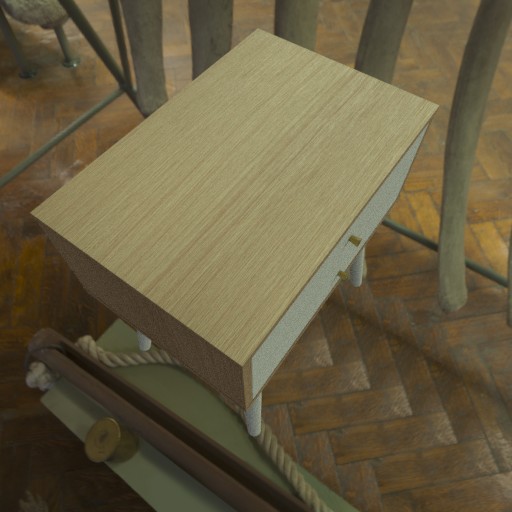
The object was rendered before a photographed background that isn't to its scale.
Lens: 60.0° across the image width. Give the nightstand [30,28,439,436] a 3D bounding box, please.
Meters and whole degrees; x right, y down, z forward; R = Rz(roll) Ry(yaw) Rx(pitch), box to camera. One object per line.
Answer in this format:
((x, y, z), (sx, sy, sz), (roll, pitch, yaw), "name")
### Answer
((0.000, 0.000, 0.969), (0.407, 0.610, 0.571), (32, 64, 18), "nightstand")
